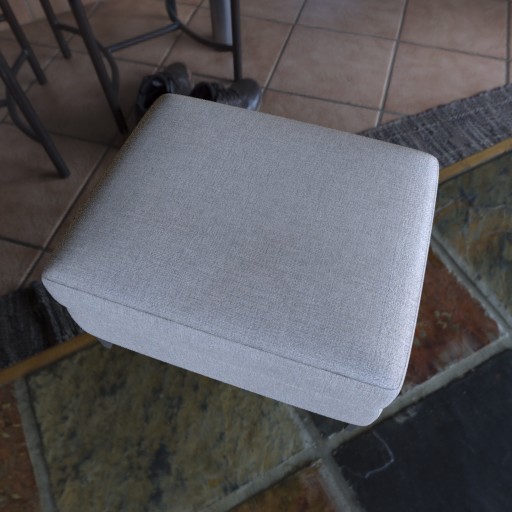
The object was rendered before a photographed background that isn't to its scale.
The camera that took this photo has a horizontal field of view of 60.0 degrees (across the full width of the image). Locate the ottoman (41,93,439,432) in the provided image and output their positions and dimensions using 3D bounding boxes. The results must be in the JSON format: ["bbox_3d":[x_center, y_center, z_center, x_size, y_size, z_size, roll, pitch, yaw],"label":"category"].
[{"bbox_3d":[0.000,0.000,1.215,0.820,0.490,0.671,16,60,10],"label":"ottoman"}]
